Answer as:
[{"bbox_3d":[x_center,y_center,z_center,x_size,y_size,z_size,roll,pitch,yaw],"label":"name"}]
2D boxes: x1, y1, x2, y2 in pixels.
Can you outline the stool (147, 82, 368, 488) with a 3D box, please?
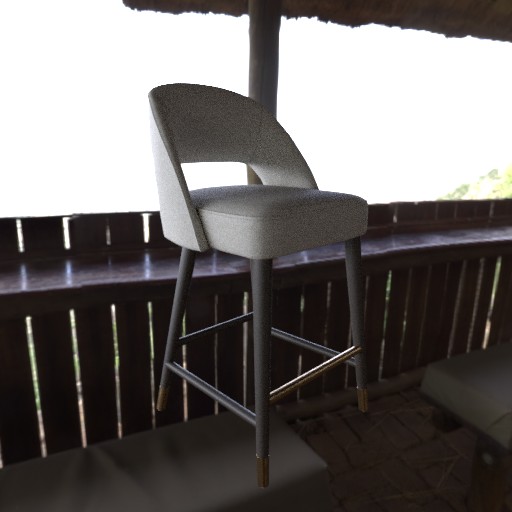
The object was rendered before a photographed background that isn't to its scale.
[{"bbox_3d":[0.000,0.000,1.230,0.494,0.940,0.509,-14,20,-43],"label":"stool"}]
